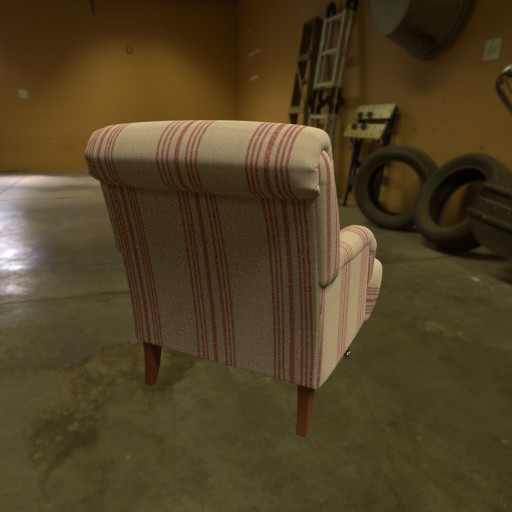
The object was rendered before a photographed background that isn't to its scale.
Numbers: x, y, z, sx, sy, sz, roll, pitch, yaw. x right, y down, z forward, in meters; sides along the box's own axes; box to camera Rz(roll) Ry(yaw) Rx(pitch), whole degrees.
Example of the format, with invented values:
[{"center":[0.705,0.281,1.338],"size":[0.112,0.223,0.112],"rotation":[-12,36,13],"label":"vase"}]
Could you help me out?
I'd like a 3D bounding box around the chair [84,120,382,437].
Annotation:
[{"center":[0.000,0.000,1.926],"size":[0.933,1.123,1.058],"rotation":[8,19,26],"label":"chair"}]
